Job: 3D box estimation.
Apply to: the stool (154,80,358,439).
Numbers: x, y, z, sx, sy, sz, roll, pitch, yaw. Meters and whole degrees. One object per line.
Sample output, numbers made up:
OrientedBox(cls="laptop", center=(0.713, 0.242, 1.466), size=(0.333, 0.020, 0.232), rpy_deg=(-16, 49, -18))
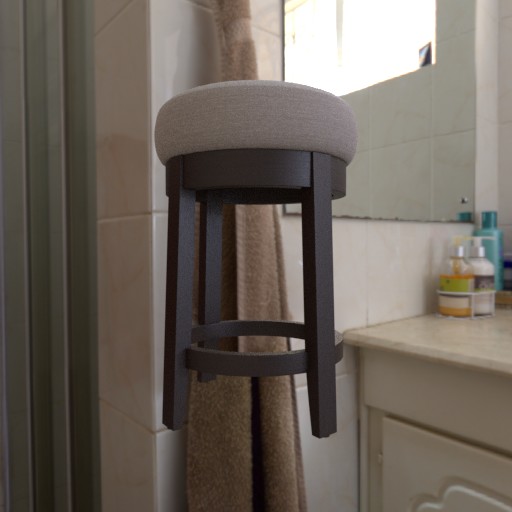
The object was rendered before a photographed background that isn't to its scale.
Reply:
OrientedBox(cls="stool", center=(0.000, 0.000, 0.997), size=(0.443, 0.672, 0.443), rpy_deg=(0, 1, 0))
